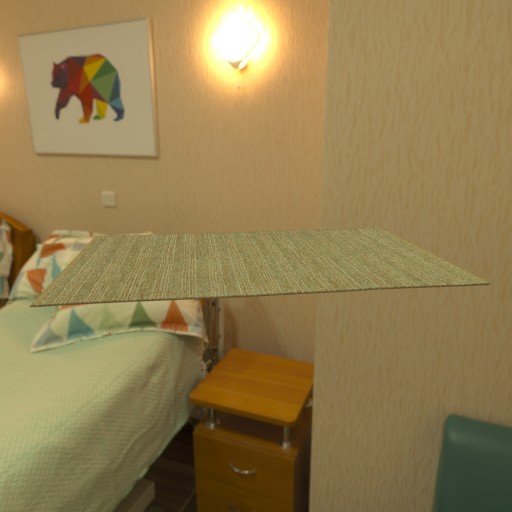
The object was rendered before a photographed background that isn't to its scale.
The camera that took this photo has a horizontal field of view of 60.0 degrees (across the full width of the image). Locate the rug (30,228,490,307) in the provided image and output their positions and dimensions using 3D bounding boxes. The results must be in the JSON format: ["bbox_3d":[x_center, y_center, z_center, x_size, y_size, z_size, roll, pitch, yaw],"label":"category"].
[{"bbox_3d":[0.000,0.000,3.059,2.448,0.012,1.540,-2,16,-8],"label":"rug"}]
